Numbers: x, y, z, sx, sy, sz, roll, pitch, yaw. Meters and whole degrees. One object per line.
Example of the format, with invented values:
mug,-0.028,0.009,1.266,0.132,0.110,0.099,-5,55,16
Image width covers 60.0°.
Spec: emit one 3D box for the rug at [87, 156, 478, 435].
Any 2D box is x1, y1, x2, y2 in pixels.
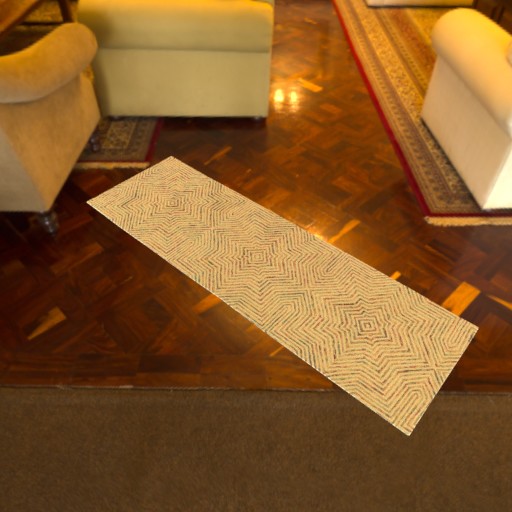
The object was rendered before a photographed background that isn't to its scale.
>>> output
rug,0.000,0.000,2.684,2.443,0.009,0.771,32,53,28
